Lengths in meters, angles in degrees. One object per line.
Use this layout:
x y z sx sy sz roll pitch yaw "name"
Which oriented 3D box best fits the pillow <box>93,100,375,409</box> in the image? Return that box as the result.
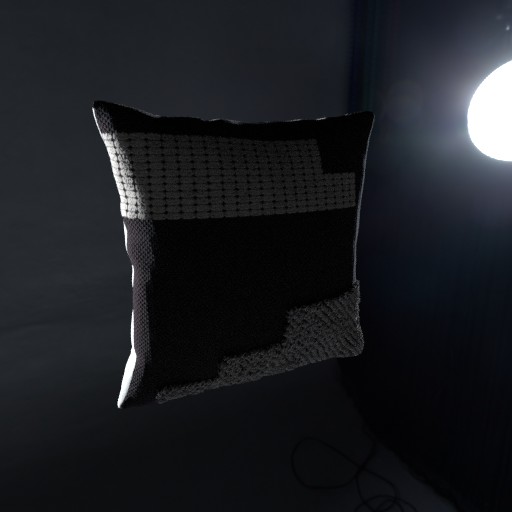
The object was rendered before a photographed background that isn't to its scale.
0.000 0.000 0.733 0.475 0.473 0.178 -8 18 -26 "pillow"
